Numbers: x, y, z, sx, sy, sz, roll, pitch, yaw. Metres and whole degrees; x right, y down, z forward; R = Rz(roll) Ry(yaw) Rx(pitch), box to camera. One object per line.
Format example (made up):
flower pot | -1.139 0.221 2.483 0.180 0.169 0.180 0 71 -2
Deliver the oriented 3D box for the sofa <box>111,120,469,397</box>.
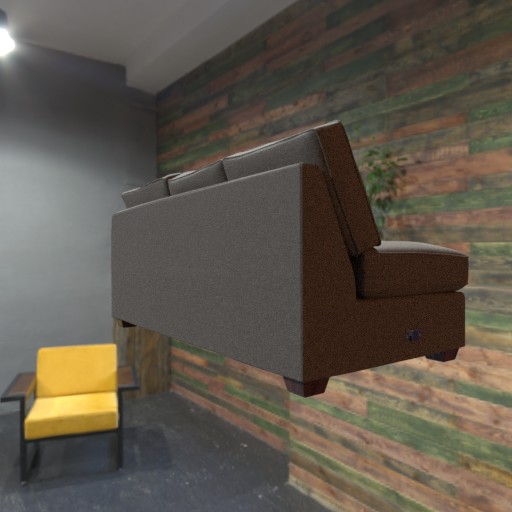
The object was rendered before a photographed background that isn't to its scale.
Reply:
sofa | 0.000 0.000 2.497 1.034 0.946 1.963 0 0 -36
